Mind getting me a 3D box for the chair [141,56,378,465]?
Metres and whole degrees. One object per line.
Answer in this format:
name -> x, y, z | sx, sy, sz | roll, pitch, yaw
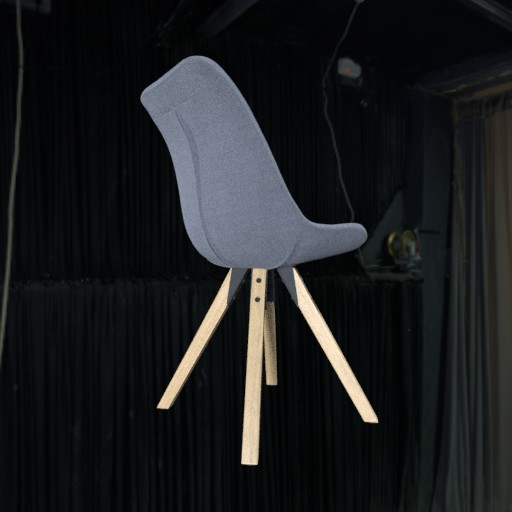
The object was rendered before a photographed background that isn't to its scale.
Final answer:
chair -> 0.000, 0.000, 1.180 | 0.550, 0.850, 0.485 | 0, 0, -36
